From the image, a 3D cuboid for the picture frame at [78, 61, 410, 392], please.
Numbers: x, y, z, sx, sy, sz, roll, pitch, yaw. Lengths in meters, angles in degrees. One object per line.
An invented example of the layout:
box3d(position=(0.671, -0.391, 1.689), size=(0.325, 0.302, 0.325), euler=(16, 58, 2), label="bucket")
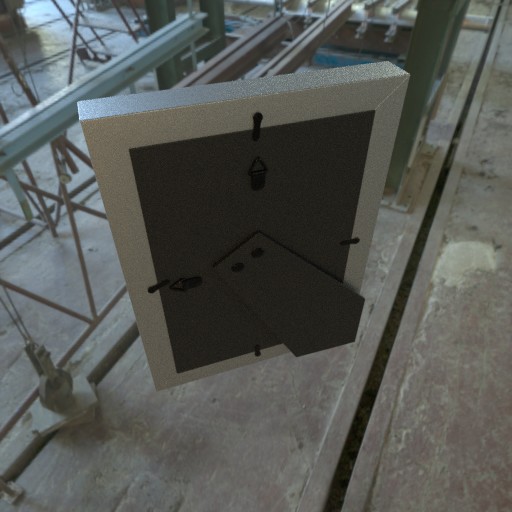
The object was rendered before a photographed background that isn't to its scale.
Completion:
box3d(position=(0.000, 0.000, 0.275), size=(0.157, 0.208, 0.028), euler=(-13, 44, -14), label="picture frame")
